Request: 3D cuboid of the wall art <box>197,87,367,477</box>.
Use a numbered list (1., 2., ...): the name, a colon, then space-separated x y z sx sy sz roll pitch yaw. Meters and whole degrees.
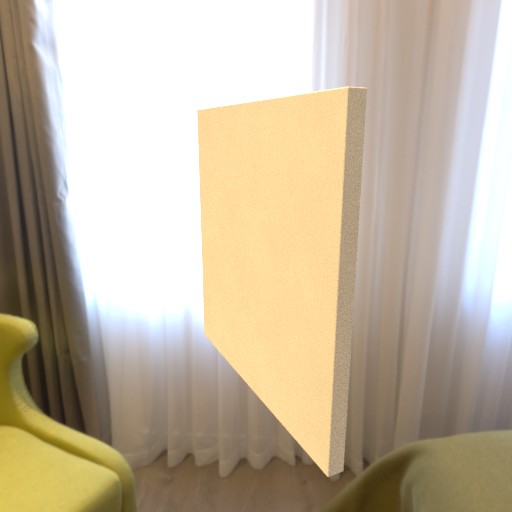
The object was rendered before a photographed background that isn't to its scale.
1. wall art: 0.000 0.000 1.158 0.040 0.762 0.762 -7 17 -25
